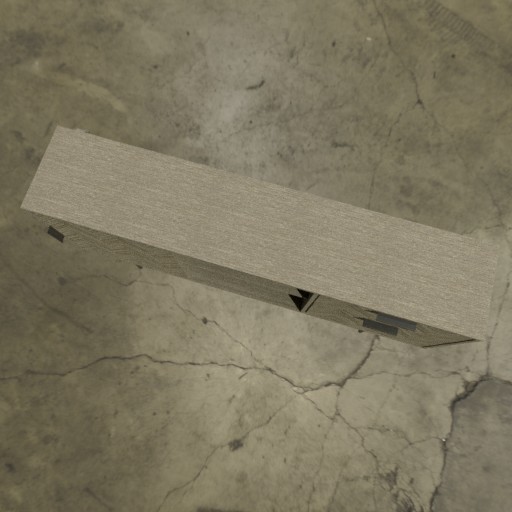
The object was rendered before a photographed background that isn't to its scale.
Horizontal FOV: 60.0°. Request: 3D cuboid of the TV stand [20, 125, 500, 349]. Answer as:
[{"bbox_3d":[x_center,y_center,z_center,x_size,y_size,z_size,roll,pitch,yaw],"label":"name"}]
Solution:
[{"bbox_3d":[0.000,0.000,2.072,1.804,0.787,0.405,16,76,4],"label":"TV stand"}]
